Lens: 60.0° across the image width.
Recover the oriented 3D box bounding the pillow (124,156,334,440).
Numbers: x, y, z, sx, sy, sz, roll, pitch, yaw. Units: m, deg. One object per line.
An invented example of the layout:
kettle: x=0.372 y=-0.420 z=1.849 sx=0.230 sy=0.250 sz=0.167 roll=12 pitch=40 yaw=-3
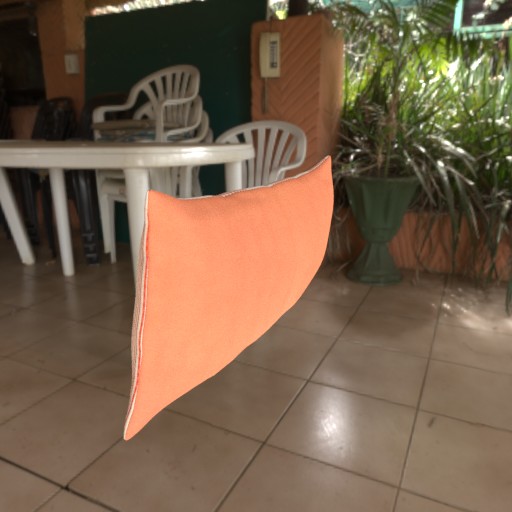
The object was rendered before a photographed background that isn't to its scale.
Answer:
pillow: x=0.000 y=0.000 z=0.721 sx=0.156 sy=0.292 sz=0.608 roll=7 pitch=17 yaw=24
